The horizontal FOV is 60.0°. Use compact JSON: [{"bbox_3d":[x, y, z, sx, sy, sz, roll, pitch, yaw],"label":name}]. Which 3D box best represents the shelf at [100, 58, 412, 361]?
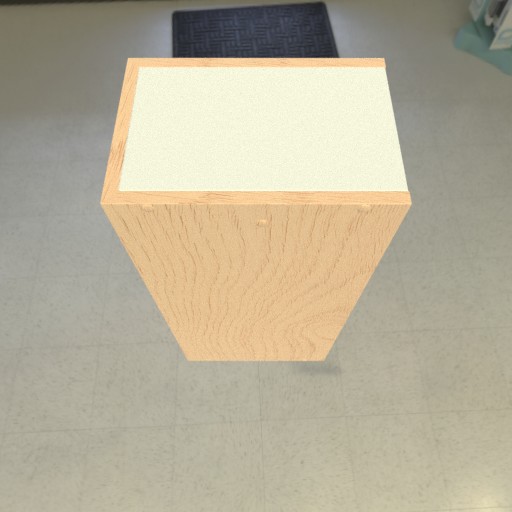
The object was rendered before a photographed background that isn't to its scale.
[{"bbox_3d":[0.000,0.000,0.724,0.290,0.600,0.200,0,63,0],"label":"shelf"}]
